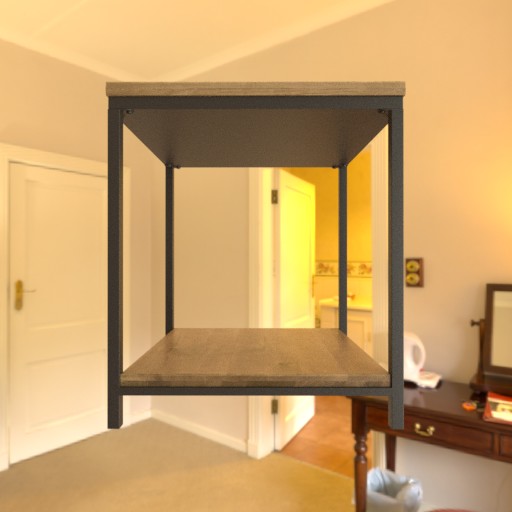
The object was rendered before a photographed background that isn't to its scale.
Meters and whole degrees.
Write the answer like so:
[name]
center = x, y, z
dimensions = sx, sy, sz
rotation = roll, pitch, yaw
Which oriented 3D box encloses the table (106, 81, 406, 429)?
[table]
center = 0.000, 0.000, 1.000
dimensions = 0.507, 0.589, 0.503
rotation = 0, 0, 0
